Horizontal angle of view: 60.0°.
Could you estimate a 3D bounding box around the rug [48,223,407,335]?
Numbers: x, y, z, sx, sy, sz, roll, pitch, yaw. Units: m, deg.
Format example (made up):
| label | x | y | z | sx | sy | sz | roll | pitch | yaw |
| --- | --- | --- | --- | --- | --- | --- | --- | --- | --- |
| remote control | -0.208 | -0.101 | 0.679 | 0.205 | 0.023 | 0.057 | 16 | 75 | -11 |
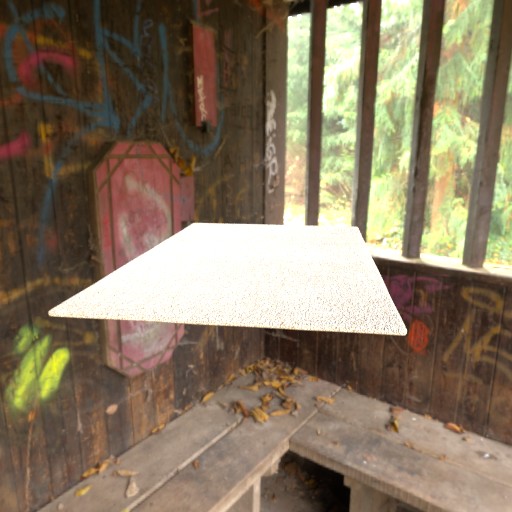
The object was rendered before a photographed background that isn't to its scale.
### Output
| label | x | y | z | sx | sy | sz | roll | pitch | yaw |
| --- | --- | --- | --- | --- | --- | --- | --- | --- | --- |
| rug | 0.000 | 0.000 | 3.457 | 1.778 | 0.030 | 2.743 | 2 | 14 | 8 |
